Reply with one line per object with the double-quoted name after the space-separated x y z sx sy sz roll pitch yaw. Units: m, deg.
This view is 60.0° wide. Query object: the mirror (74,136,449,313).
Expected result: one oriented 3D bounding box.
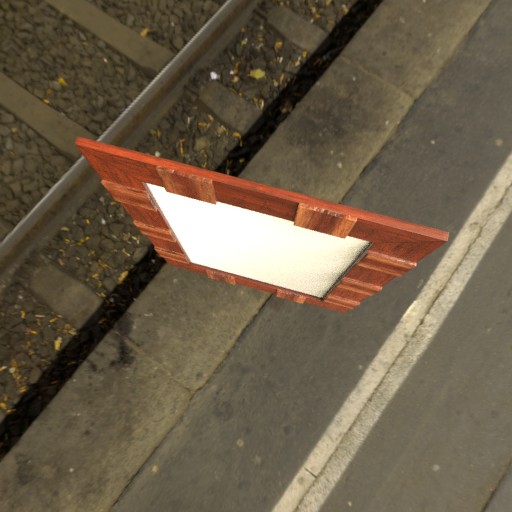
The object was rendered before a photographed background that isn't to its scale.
0.000 0.000 1.075 0.600 0.805 0.021 15 76 4 "mirror"
